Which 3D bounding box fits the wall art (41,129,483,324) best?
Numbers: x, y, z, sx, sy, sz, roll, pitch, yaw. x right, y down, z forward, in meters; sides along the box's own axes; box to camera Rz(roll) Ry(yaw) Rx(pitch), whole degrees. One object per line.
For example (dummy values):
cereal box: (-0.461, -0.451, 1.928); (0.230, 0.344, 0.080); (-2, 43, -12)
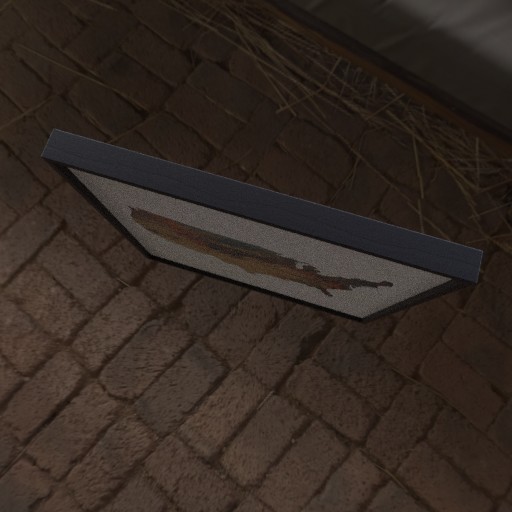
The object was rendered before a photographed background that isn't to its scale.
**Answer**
wall art: (0.000, 0.000, 0.743); (0.507, 0.507, 0.038); (17, 77, 4)
